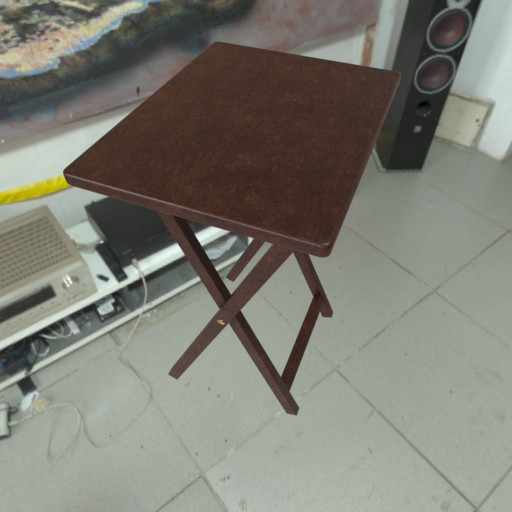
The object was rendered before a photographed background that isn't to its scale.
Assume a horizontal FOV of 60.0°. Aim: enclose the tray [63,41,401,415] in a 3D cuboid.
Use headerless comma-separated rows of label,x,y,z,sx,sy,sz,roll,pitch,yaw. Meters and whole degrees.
tray,0.000,0.000,0.946,0.381,0.660,0.483,17,49,15
